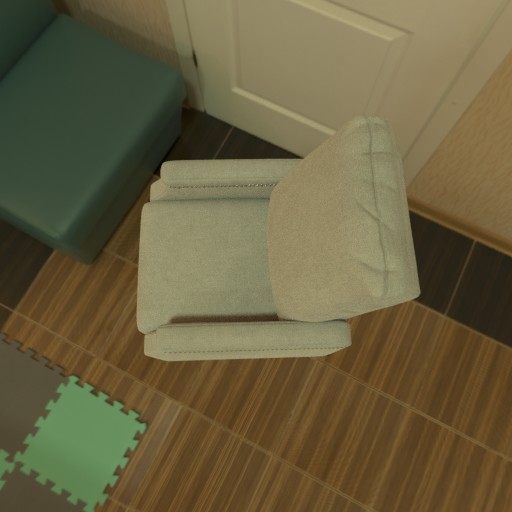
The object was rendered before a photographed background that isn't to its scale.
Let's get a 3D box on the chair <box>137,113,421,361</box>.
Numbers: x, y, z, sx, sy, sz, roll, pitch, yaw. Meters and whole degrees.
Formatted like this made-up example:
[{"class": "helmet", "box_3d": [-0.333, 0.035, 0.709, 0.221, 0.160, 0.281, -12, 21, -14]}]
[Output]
[{"class": "chair", "box_3d": [0.000, 0.000, 1.671, 0.922, 1.049, 0.710, -2, 74, -1]}]
